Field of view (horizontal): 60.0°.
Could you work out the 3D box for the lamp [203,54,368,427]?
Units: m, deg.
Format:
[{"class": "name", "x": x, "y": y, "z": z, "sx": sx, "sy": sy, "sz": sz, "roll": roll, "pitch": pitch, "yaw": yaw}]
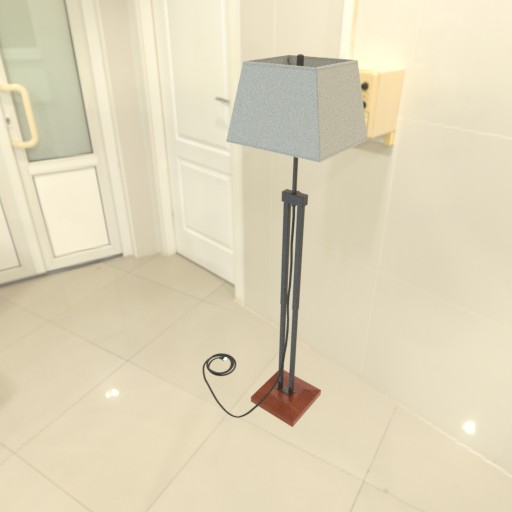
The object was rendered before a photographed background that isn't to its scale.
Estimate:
[{"class": "lamp", "x": 0.000, "y": 0.000, "z": 2.044, "sx": 0.745, "sy": 1.712, "sz": 0.472, "roll": 21, "pitch": 36, "yaw": 33}]
